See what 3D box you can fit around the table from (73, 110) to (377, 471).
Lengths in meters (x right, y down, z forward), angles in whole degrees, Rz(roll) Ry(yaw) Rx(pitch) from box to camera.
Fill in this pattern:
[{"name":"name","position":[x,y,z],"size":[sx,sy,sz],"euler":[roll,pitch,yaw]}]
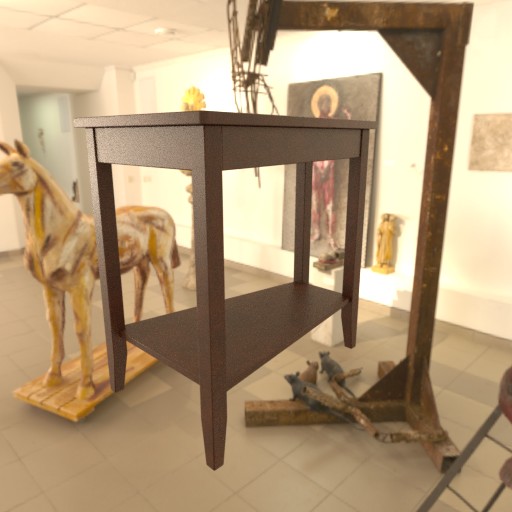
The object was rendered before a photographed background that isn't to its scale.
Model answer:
[{"name":"table","position":[0.000,0.000,1.001],"size":[0.399,0.589,0.605],"euler":[14,21,43]}]
